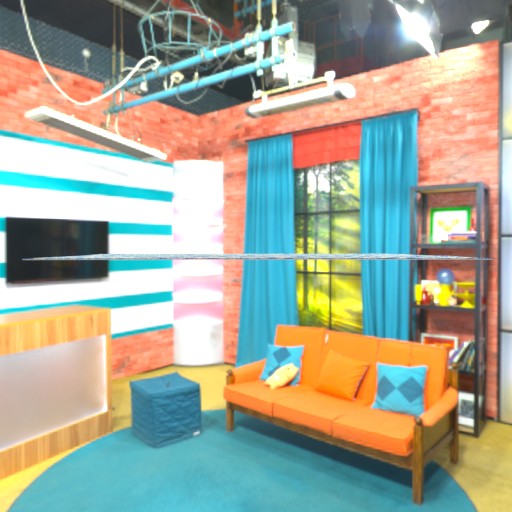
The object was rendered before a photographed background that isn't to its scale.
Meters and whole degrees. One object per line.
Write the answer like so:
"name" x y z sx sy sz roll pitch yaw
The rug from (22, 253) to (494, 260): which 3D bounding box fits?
"rug" 0.000 0.000 3.045 2.447 0.011 1.520 0 1 -2
